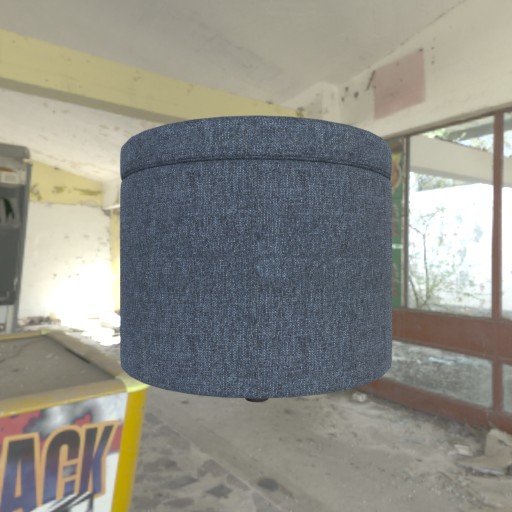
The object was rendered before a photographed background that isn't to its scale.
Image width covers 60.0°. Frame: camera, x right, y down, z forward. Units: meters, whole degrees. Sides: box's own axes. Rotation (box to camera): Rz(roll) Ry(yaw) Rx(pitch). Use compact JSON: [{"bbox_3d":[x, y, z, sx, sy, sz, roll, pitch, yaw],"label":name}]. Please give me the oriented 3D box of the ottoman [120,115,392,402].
[{"bbox_3d":[0.000,0.000,0.849,0.500,0.419,0.500,0,0,0],"label":"ottoman"}]
